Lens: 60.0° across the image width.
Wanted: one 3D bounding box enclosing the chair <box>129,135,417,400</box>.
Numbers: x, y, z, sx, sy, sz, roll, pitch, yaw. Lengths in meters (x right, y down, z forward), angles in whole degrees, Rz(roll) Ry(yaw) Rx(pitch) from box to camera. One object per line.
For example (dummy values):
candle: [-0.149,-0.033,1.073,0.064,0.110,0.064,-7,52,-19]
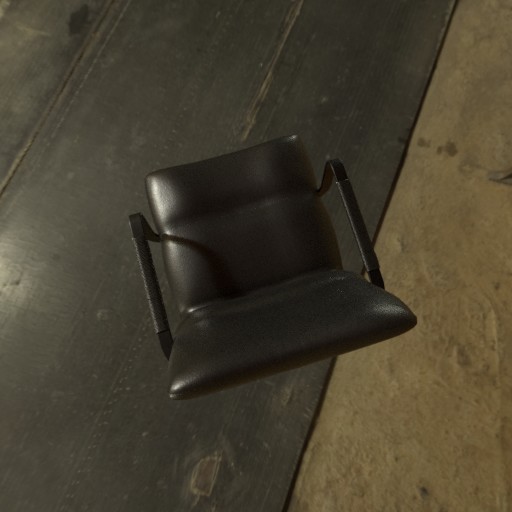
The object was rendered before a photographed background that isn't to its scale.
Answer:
chair: [0.000,0.000,1.470,0.719,0.922,0.748,-16,76,-4]
